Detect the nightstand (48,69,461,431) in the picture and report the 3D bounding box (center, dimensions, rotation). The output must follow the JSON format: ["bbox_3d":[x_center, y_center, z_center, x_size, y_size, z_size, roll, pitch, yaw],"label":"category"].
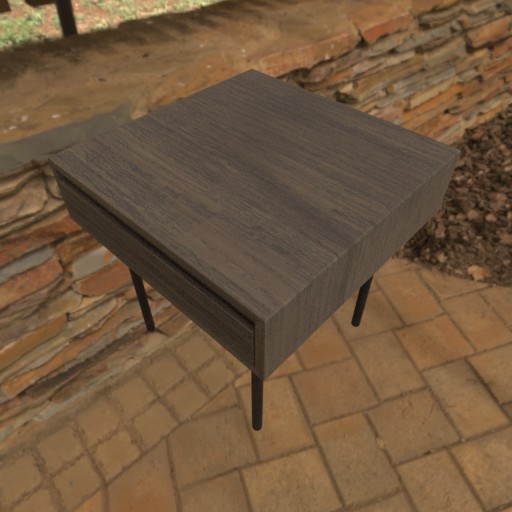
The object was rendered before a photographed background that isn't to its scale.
[{"bbox_3d":[0.000,0.000,0.932,0.502,0.497,0.503,34,54,29],"label":"nightstand"}]
